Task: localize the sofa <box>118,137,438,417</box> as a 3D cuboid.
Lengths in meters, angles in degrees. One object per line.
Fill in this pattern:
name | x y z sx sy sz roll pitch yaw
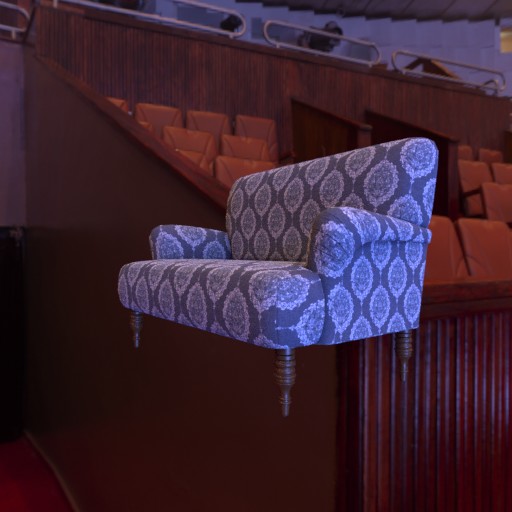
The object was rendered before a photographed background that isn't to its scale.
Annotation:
sofa | 0.000 0.000 1.831 0.779 0.867 1.297 -1 1 -37
